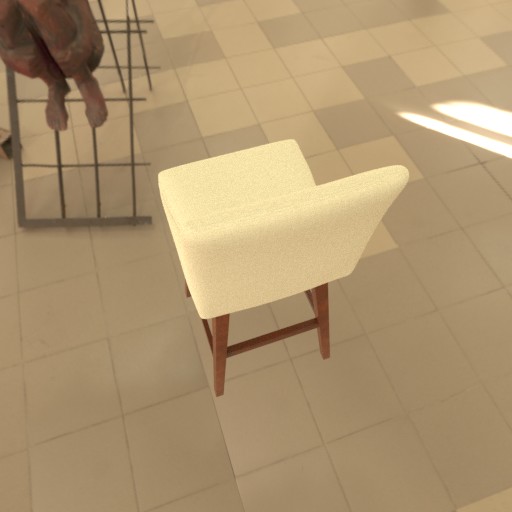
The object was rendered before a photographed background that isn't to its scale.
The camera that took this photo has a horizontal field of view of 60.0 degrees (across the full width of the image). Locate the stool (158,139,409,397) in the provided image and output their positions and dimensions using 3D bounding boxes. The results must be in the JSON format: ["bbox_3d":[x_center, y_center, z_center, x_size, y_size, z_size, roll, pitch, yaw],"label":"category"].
[{"bbox_3d":[0.000,0.000,1.373,0.470,1.097,0.559,-16,58,-10],"label":"stool"}]
